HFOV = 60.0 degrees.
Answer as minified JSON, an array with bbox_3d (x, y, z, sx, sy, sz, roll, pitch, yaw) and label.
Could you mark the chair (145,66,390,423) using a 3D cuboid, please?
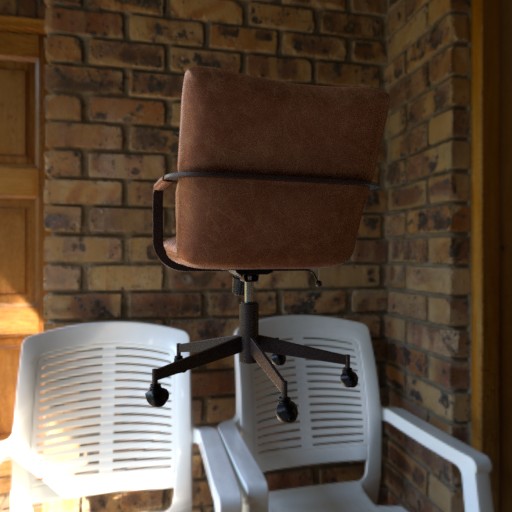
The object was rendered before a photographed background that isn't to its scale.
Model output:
[{"bbox_3d":[0.000,0.000,1.484,0.727,0.922,0.754,0,0,-18],"label":"chair"}]
